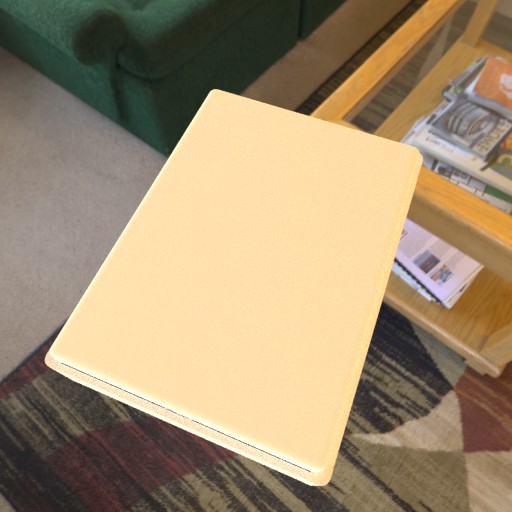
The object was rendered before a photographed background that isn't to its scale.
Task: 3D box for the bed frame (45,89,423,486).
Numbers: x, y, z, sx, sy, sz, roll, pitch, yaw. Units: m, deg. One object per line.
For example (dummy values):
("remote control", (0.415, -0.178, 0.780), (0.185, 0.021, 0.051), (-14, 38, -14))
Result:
("bed frame", (0.000, 0.000, 2.452), (1.400, 0.406, 1.900), (20, 64, 10))
